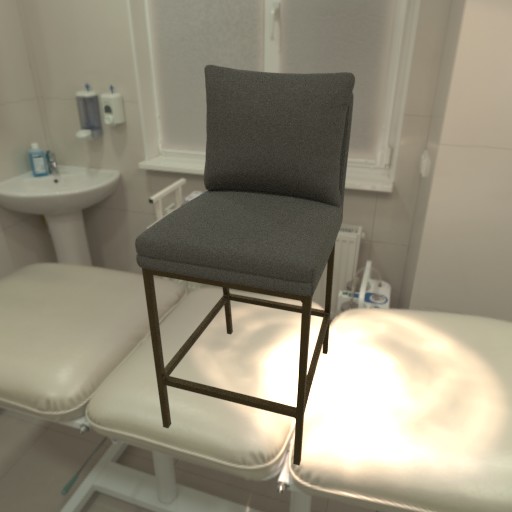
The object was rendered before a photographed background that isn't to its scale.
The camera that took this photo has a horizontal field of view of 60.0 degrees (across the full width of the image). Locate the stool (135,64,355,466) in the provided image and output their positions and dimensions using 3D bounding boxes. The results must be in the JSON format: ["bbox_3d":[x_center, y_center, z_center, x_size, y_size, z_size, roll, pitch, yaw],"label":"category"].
[{"bbox_3d":[0.000,0.000,1.335,0.463,1.030,0.569,9,28,16],"label":"stool"}]
